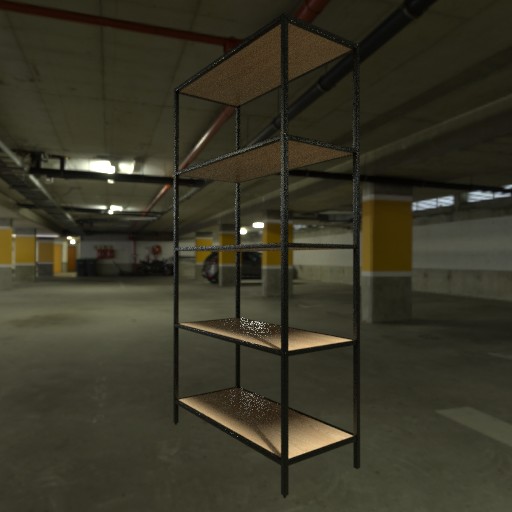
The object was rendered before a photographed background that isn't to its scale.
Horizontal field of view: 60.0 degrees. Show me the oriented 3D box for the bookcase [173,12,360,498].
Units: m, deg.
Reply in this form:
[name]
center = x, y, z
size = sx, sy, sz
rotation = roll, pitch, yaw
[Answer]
[bookcase]
center = 0.000, 0.000, 1.777
size = 0.350, 1.500, 0.770
rotation = 0, -1, -36
